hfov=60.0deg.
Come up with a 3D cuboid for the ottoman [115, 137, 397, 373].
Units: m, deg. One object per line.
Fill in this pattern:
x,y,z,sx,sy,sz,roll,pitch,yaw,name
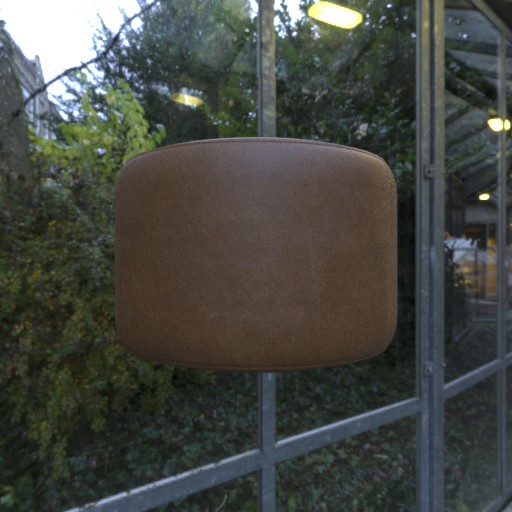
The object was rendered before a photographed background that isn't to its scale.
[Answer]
0.000,0.000,1.001,0.607,0.438,0.607,0,-1,0,ottoman
